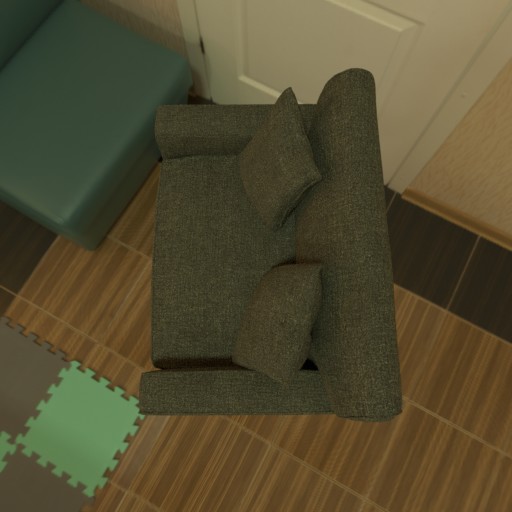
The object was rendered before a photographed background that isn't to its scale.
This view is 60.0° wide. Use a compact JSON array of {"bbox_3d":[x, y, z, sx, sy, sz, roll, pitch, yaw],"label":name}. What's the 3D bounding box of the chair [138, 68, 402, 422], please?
[{"bbox_3d":[0.000,0.000,2.049,1.000,0.948,1.383,0,75,0],"label":"chair"}]
